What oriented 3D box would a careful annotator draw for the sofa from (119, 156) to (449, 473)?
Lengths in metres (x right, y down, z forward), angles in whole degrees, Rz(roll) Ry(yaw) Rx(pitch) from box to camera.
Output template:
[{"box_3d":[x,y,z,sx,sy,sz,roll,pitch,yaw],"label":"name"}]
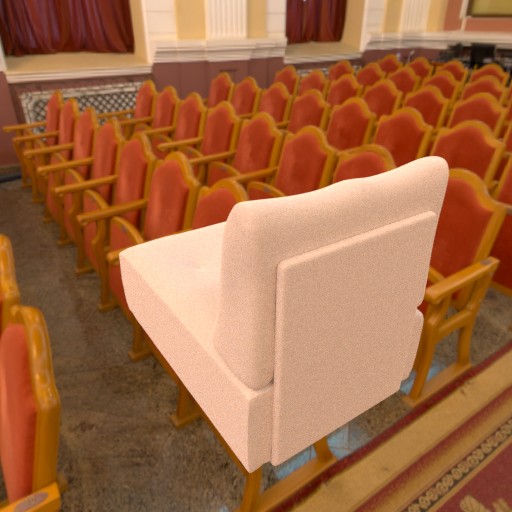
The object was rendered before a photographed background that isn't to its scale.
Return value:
[{"box_3d":[0.000,0.000,1.577,0.700,0.820,1.000,-18,33,-29],"label":"sofa"}]
